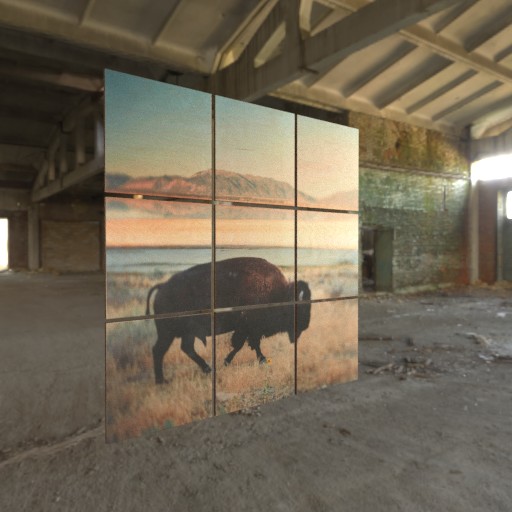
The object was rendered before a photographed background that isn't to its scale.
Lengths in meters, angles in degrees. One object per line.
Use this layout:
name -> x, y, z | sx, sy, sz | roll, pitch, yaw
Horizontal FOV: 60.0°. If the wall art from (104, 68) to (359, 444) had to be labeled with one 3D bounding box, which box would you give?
wall art -> 0.000, 0.000, 1.803 | 1.221, 1.218, 0.019 | -1, 1, -36
